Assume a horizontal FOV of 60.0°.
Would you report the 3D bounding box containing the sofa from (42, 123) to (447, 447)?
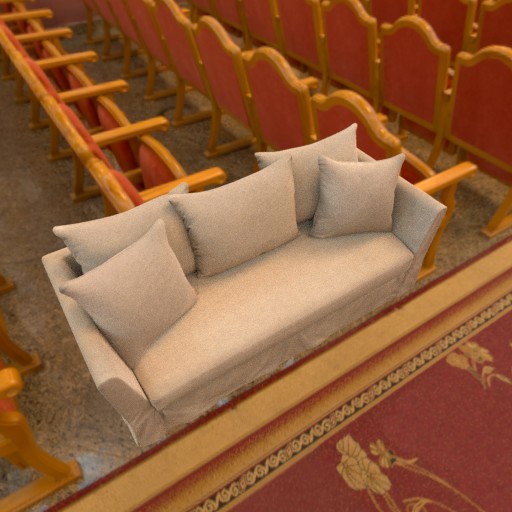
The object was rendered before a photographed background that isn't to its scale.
[{"bbox_3d":[0.000,0.000,2.817,2.290,1.034,1.031,-25,50,-23],"label":"sofa"}]
